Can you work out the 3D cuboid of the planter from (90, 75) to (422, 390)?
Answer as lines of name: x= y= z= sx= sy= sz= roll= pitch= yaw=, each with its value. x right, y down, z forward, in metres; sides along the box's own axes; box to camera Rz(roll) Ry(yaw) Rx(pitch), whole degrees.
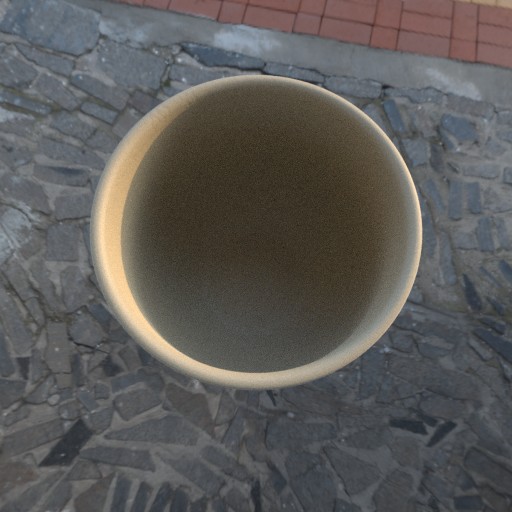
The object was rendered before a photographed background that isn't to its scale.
planter: x=0.000 y=0.000 z=0.368 sx=0.208 sy=0.190 sz=0.208 roll=0 pitch=75 yaw=0
